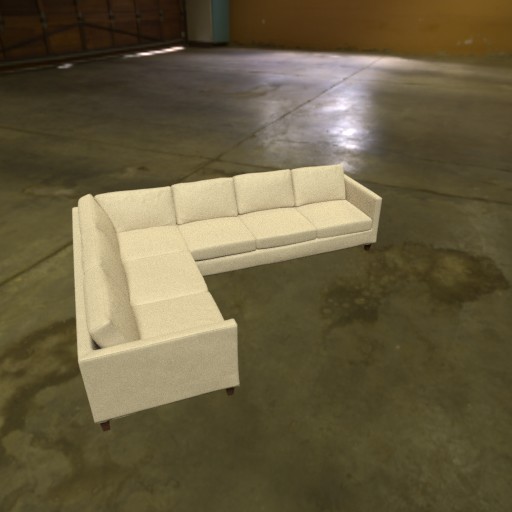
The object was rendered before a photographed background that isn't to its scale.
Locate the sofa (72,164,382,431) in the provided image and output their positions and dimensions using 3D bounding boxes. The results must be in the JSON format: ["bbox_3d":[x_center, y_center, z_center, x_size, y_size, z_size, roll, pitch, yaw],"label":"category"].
[{"bbox_3d":[0.000,0.000,4.219,3.182,0.863,2.432,-11,32,-18],"label":"sofa"}]
